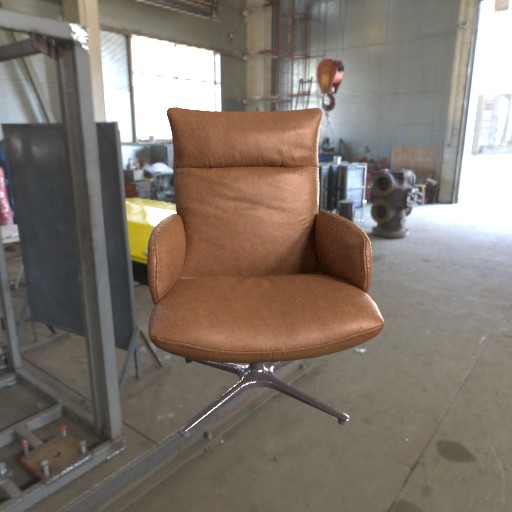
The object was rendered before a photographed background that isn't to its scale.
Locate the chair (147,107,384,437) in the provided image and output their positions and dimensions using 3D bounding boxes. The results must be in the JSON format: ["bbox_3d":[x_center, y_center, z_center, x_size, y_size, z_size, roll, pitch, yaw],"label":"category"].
[{"bbox_3d":[0.000,0.000,1.559,0.711,1.027,0.794,-2,16,-7],"label":"chair"}]
